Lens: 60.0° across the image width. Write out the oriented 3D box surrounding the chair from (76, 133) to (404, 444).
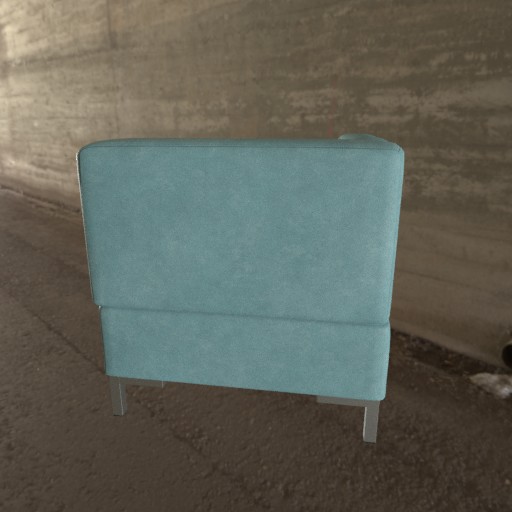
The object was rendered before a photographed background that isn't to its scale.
[{"bbox_3d":[0.000,0.000,1.249,0.680,0.660,0.680,3,17,9],"label":"chair"}]
